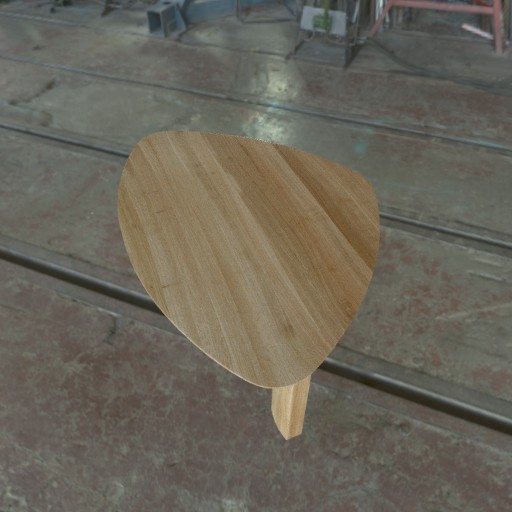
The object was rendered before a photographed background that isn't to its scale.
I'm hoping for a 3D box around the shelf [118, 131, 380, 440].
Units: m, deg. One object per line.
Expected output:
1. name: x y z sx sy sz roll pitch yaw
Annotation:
1. shelf: 0.000 0.000 1.612 0.863 0.439 1.240 -17 47 -16
